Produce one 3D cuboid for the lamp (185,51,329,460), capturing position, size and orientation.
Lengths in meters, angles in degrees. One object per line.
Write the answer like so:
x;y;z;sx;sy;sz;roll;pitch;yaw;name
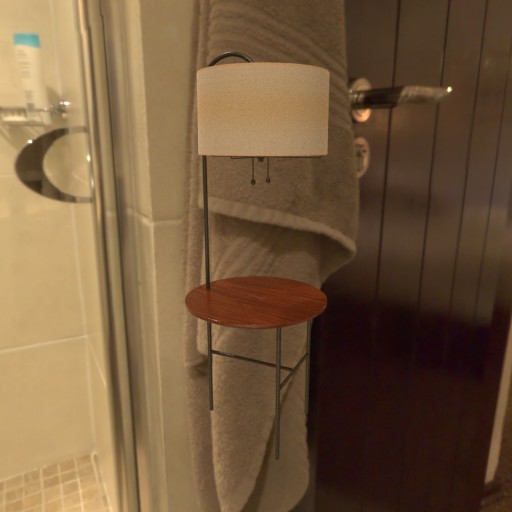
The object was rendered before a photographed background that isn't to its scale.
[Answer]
0.000;0.000;1.763;0.573;1.517;0.573;0;14;0;lamp
